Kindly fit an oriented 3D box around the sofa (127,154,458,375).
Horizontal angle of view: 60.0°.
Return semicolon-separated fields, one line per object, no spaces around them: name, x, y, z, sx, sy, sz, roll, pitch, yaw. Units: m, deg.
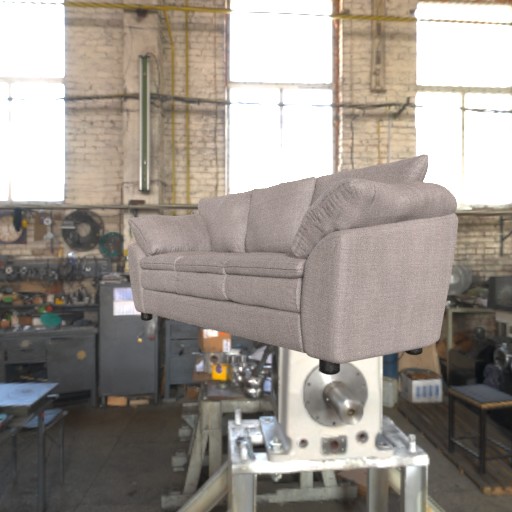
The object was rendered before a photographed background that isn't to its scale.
sofa;0.000;0.000;2.840;0.878;0.996;2.334;0;0;-37
